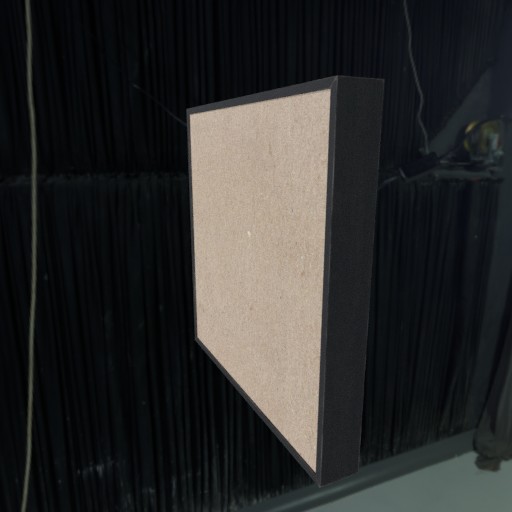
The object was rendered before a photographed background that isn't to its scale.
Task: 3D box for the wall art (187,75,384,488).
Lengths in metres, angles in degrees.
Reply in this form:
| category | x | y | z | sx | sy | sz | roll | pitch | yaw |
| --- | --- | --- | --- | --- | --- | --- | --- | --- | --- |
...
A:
| category | x | y | z | sx | sy | sz | roll | pitch | yaw |
| --- | --- | --- | --- | --- | --- | --- | --- | --- | --- |
| wall art | 0.000 | 0.000 | 0.453 | 0.038 | 0.305 | 0.305 | -7 | 16 | -25 |
